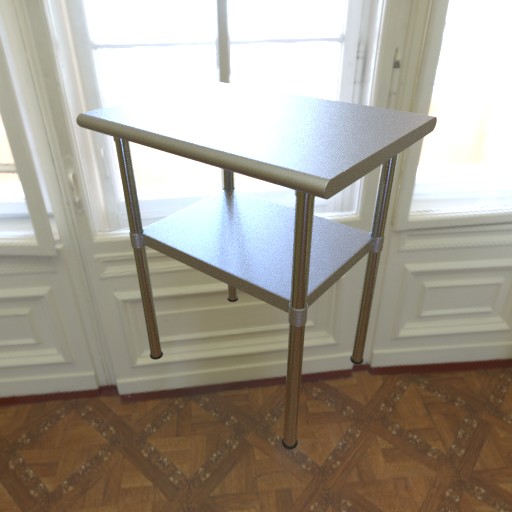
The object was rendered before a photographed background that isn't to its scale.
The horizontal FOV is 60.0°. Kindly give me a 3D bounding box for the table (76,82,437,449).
[{"bbox_3d":[0.000,0.000,1.400,0.762,0.876,0.584,22,38,32],"label":"table"}]
